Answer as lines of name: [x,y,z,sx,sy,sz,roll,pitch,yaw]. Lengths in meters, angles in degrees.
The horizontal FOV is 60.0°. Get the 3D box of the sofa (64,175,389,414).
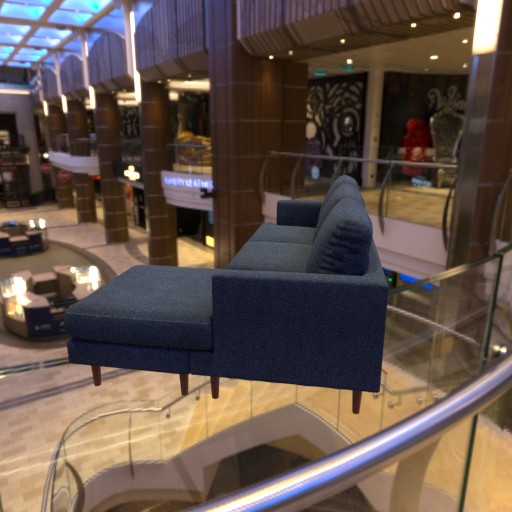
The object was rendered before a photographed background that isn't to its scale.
sofa: [0.000,0.000,3.038,1.504,0.956,2.233,3,16,10]
